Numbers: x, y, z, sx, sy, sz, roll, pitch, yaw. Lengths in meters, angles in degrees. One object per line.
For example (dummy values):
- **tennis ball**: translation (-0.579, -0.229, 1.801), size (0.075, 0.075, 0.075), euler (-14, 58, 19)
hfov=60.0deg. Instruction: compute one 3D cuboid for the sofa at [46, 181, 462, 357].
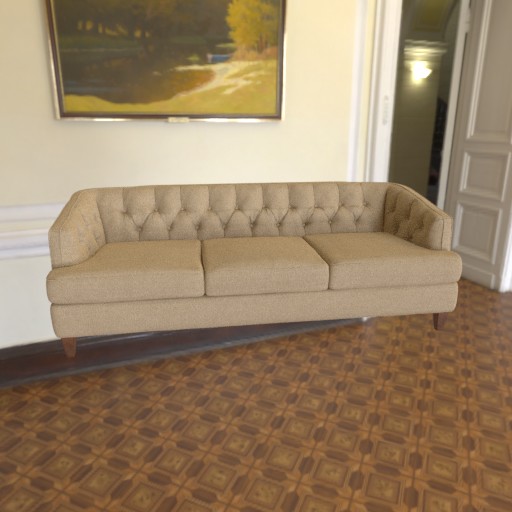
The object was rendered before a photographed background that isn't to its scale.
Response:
- **sofa**: translation (0.000, 0.000, 2.741), size (2.235, 0.788, 0.913), euler (-3, 17, -8)
